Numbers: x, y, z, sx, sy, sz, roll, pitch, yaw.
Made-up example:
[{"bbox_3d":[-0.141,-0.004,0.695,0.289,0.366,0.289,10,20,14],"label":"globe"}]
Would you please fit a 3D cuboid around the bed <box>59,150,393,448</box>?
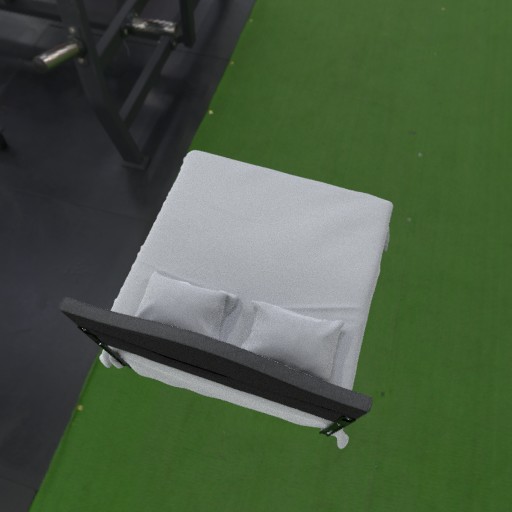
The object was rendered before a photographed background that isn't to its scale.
[{"bbox_3d":[0.000,0.000,3.618,2.314,1.651,2.219,16,65,8],"label":"bed"}]
